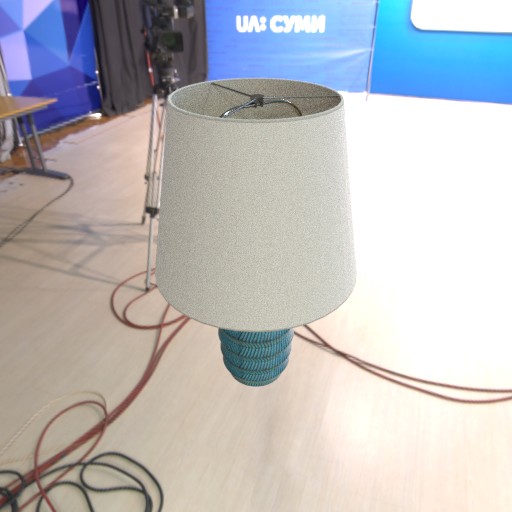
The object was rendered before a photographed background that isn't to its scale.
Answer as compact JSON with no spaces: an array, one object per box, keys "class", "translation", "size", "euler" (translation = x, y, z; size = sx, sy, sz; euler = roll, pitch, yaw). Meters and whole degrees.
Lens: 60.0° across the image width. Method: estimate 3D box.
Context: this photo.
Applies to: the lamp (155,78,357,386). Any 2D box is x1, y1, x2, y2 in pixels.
[{"class":"lamp","translation":[0.000,0.000,0.561],"size":[0.254,0.392,0.254],"euler":[0,33,0]}]
